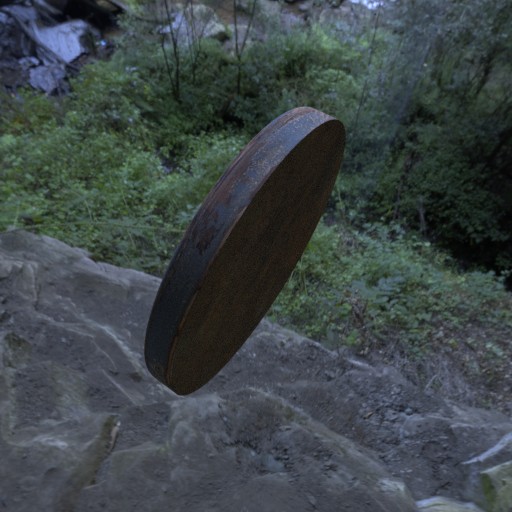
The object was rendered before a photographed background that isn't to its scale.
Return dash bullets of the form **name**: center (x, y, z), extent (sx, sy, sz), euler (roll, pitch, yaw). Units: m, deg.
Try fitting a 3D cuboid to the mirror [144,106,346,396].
- **mirror**: center (0.000, 0.000, 0.869), extent (0.061, 0.585, 0.585), euler (31, 67, 14)
